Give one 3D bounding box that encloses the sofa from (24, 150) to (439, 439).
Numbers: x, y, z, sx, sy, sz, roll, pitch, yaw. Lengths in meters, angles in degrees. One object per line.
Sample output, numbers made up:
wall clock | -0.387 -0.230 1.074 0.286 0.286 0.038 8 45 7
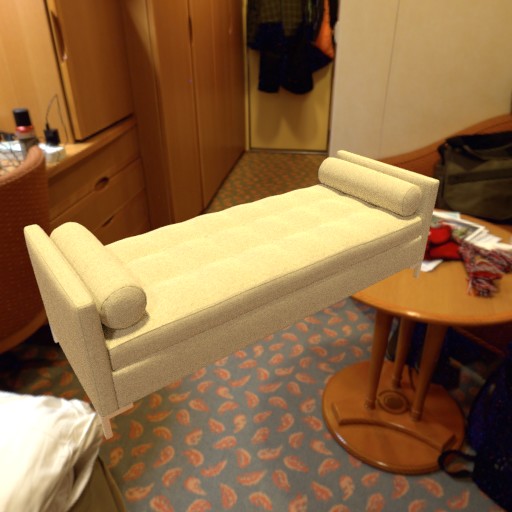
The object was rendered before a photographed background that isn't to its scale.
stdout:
sofa | 0.000 0.000 2.438 2.102 0.655 0.797 -20 35 -31
